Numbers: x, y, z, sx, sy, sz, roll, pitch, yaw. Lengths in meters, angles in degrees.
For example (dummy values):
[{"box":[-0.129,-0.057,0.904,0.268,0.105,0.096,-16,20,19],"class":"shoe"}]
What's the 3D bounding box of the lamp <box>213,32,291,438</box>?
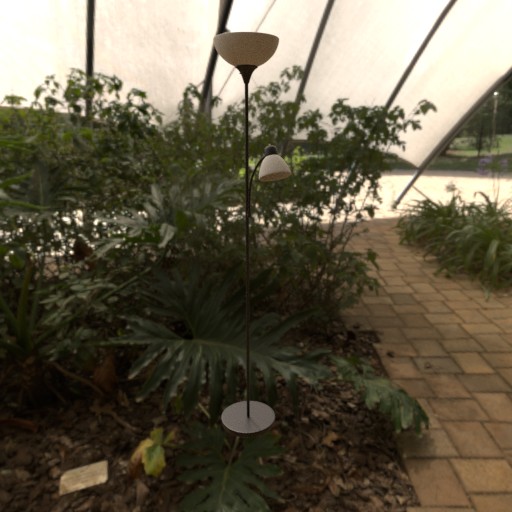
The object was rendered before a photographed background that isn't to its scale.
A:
[{"box":[0.000,0.000,1.983,0.279,1.804,0.442,-8,17,-27],"class":"lamp"}]
